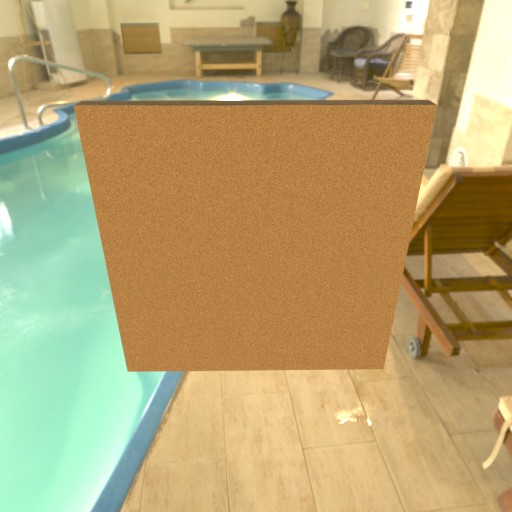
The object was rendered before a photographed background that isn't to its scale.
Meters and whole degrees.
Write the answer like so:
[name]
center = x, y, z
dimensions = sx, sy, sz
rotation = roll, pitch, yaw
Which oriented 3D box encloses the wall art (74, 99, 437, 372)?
[wall art]
center = 0.000, 0.000, 1.124
dimensions = 0.749, 0.751, 0.050
rotation = 0, 31, -1
